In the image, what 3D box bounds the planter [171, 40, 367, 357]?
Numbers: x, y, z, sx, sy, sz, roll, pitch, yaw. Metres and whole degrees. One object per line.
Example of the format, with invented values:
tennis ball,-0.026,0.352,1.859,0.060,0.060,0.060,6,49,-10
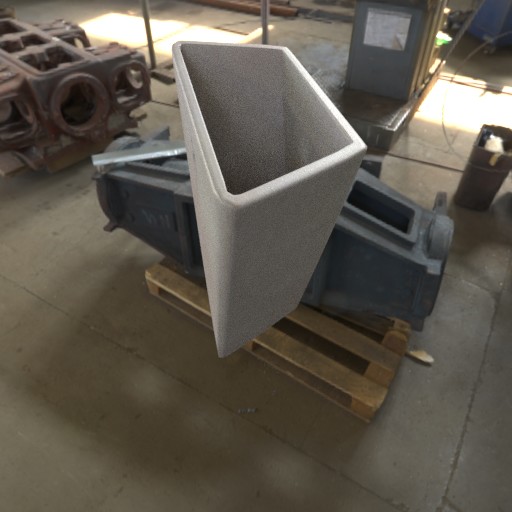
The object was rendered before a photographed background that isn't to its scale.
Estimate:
planter,0.000,0.000,0.262,0.060,0.197,0.150,-10,46,-10
